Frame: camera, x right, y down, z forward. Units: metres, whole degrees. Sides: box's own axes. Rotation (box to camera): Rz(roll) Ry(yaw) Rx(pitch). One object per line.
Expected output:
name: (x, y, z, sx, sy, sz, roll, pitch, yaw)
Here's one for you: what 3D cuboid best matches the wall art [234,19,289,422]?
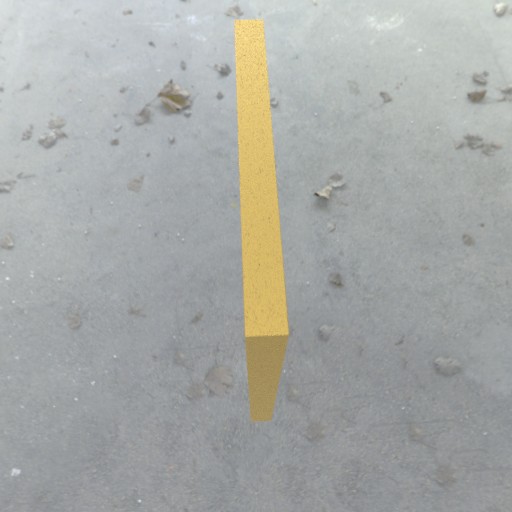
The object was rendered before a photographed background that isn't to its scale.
wall art: (0.000, 0.000, 0.883, 0.048, 0.642, 0.537, -2, 62, -1)
